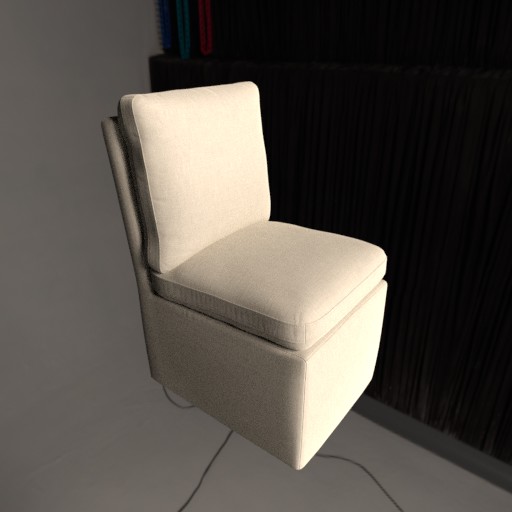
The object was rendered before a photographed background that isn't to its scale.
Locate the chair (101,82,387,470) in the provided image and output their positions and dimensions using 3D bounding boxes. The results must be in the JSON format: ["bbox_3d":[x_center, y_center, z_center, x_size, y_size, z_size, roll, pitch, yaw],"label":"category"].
[{"bbox_3d":[0.000,0.000,1.329,0.698,0.927,0.503,19,32,33],"label":"chair"}]
